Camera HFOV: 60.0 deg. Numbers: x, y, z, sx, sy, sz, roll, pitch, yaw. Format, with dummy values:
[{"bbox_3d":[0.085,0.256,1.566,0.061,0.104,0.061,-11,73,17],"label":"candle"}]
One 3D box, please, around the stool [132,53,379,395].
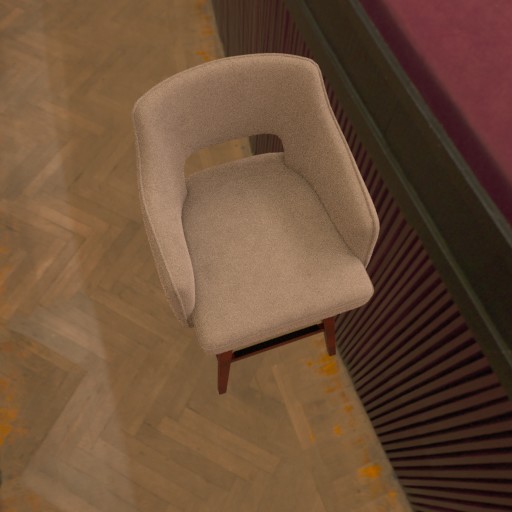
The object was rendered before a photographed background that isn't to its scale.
[{"bbox_3d":[0.000,0.000,1.348,0.548,1.012,0.558,-17,65,-8],"label":"stool"}]
